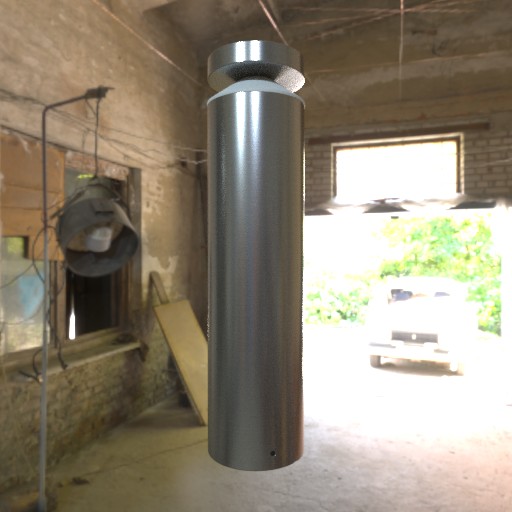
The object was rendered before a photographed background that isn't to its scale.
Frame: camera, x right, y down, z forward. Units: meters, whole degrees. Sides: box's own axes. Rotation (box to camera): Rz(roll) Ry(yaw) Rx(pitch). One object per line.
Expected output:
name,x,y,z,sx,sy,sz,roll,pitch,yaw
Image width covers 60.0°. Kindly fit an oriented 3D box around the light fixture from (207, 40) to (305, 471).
light fixture,0.000,0.000,0.462,0.102,0.400,0.102,0,0,-18
